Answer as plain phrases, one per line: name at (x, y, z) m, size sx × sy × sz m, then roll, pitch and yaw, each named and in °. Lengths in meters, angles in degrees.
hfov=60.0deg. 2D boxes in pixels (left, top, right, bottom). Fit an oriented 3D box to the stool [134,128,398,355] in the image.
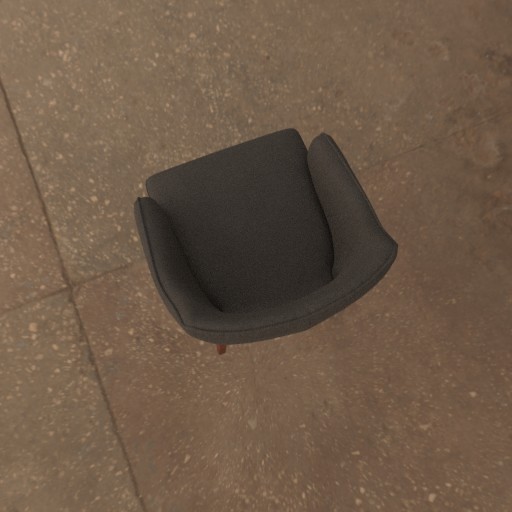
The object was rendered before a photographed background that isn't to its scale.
stool at (0.000, 0.000, 1.347) m, size 0.548 × 1.012 × 0.558 m, roll -20°, pitch 76°, yaw -5°
